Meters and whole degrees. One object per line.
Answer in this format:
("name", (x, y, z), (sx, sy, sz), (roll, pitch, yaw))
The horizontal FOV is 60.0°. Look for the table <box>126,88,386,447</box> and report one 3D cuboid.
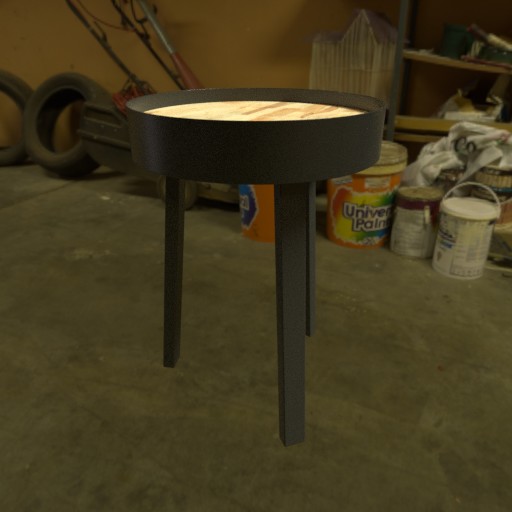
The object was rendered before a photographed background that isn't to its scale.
("table", (0.000, 0.000, 0.837), (0.406, 0.559, 0.406), (0, 26, 0))
